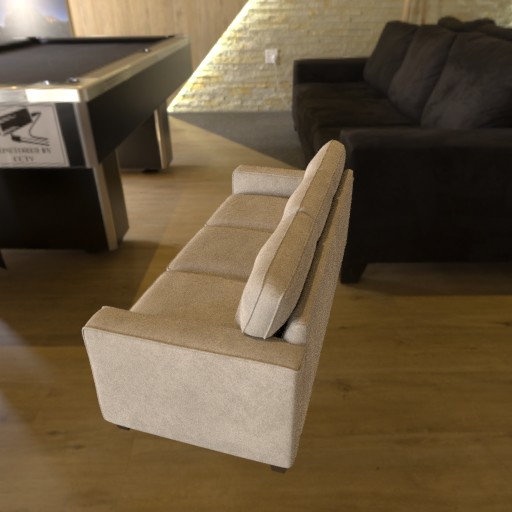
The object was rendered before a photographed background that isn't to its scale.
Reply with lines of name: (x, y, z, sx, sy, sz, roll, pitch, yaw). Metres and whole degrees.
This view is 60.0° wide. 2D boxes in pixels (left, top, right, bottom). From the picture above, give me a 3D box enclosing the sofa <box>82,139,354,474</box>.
sofa: (0.000, 0.000, 2.665, 0.939, 0.965, 2.133, 8, 31, 14)
